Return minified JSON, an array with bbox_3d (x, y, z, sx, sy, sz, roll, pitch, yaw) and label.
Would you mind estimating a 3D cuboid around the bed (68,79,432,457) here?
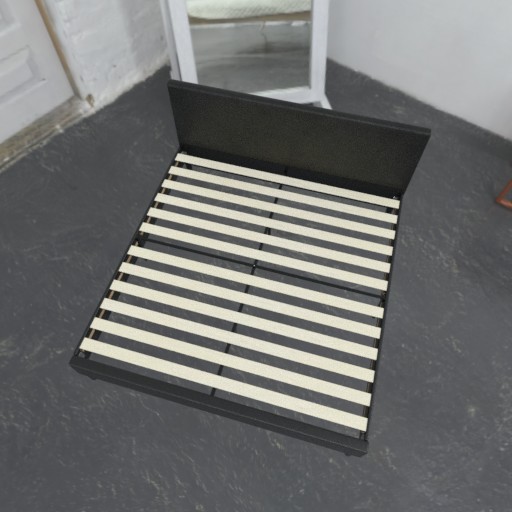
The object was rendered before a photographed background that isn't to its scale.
[{"bbox_3d":[0.000,0.000,3.234,2.018,1.046,2.152,14,60,8],"label":"bed"}]
